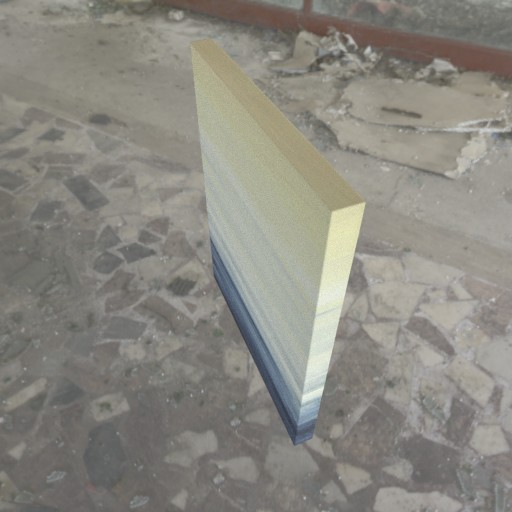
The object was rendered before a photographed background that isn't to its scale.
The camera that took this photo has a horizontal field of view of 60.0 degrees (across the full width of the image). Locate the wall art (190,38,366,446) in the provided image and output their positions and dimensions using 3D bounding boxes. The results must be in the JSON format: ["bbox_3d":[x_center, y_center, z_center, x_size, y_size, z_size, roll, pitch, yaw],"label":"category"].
[{"bbox_3d":[0.000,0.000,0.828,0.040,0.608,0.489,-17,48,-16],"label":"wall art"}]
